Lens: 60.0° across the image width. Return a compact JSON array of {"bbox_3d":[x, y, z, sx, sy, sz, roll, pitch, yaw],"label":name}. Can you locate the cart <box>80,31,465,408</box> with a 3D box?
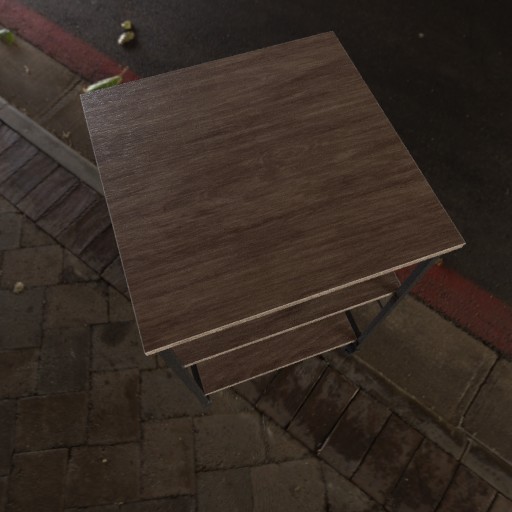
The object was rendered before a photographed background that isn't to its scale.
[{"bbox_3d":[0.000,0.000,1.114,0.521,0.762,0.520,-18,66,-8],"label":"cart"}]
